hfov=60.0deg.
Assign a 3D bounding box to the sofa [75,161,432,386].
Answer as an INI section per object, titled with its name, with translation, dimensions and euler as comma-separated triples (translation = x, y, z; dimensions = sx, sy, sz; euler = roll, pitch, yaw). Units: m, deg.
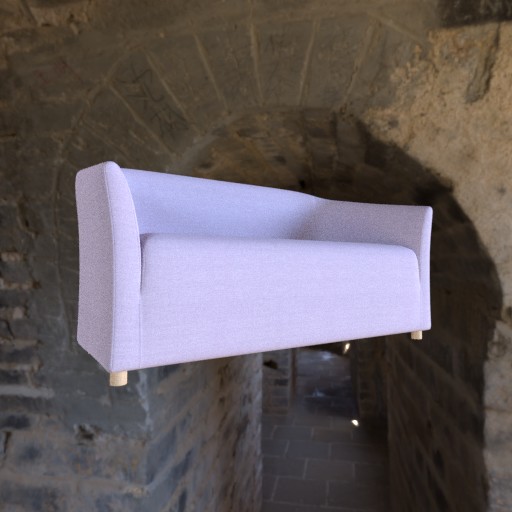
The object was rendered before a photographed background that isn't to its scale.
[sofa]
translation = 0.000, 0.000, 1.818
dimensions = 1.452, 0.721, 0.705
euler = 1, -2, -36
